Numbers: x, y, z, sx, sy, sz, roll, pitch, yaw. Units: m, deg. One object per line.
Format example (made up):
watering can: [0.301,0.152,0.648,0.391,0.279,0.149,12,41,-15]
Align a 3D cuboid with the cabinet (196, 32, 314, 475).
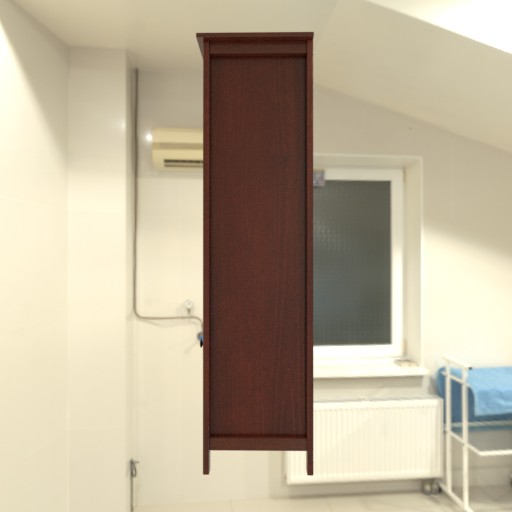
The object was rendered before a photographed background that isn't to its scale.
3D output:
cabinet: [0.000,0.000,1.752,0.401,1.518,0.500,0,0,1]
